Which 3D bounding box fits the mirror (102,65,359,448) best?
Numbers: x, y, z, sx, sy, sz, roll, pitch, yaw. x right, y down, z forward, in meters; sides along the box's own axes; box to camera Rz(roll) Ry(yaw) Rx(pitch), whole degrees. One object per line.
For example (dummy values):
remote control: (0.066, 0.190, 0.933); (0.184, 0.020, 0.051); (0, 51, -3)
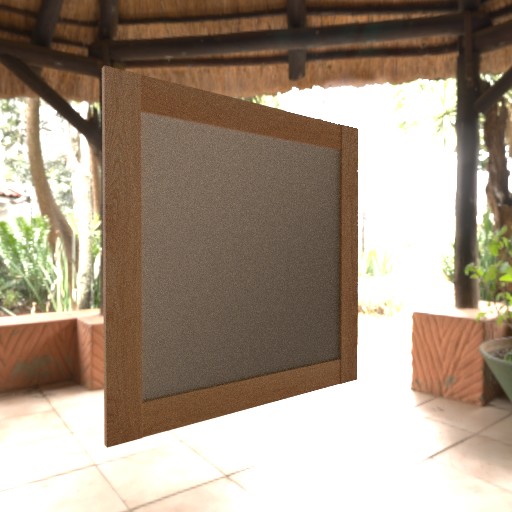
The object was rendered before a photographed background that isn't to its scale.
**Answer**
mirror: (0.000, 0.000, 1.174); (0.800, 0.800, 0.020); (-1, 1, -37)
